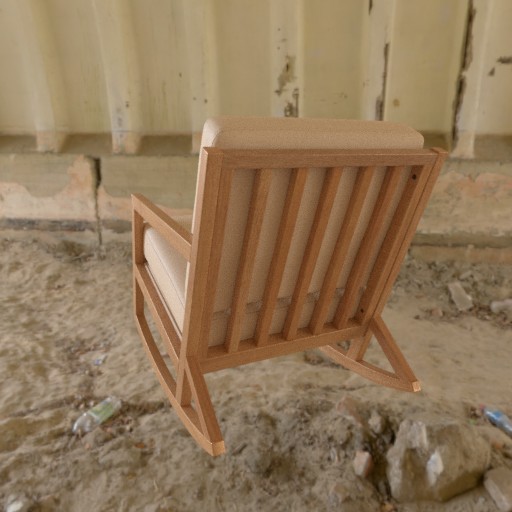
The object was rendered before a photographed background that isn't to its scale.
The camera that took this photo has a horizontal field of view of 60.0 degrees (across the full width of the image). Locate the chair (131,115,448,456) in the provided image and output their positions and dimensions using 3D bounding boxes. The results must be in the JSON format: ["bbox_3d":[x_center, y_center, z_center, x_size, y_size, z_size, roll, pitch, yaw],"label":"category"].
[{"bbox_3d":[0.000,0.000,1.392,0.622,0.790,0.857,-7,15,-26],"label":"chair"}]
